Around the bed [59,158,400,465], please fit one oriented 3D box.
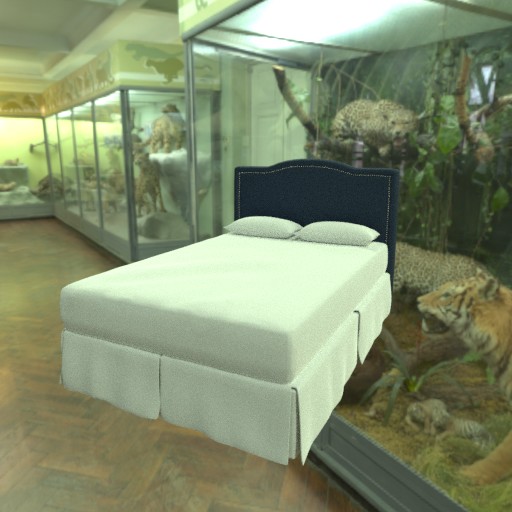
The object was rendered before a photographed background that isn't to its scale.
[{"bbox_3d":[0.000,0.000,3.433,1.741,1.441,2.507,7,15,26],"label":"bed"}]
